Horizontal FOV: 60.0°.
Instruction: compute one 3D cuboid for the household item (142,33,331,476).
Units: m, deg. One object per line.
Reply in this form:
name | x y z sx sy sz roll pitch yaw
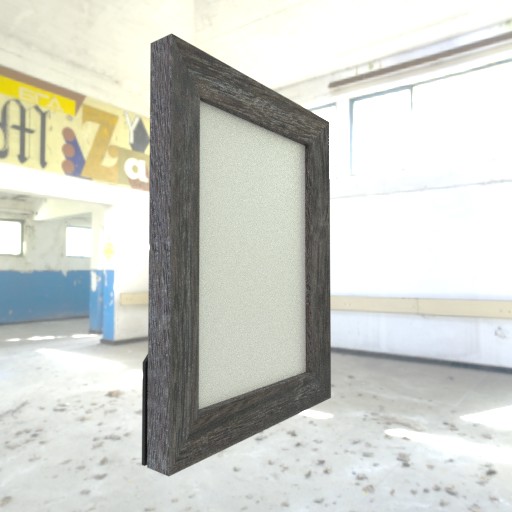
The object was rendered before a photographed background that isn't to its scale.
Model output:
household item | 0.000 0.000 0.280 0.020 0.210 0.160 -1 -2 37
